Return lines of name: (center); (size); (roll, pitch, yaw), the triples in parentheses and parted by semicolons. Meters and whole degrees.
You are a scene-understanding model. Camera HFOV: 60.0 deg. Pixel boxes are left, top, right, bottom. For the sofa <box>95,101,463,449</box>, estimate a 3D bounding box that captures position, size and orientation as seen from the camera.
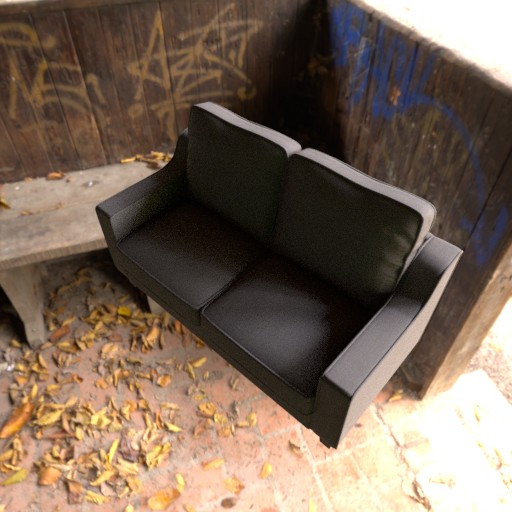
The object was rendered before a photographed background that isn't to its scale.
sofa: (0.000, 0.000, 2.070); (1.500, 0.948, 0.791); (33, 54, 28)
